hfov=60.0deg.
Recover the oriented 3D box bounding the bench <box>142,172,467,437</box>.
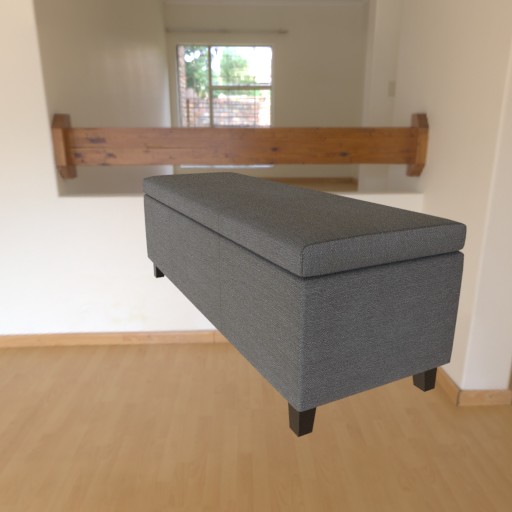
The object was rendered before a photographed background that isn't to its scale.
[{"bbox_3d":[0.000,0.000,1.473,0.446,0.438,1.269,-8,18,-26],"label":"bench"}]
